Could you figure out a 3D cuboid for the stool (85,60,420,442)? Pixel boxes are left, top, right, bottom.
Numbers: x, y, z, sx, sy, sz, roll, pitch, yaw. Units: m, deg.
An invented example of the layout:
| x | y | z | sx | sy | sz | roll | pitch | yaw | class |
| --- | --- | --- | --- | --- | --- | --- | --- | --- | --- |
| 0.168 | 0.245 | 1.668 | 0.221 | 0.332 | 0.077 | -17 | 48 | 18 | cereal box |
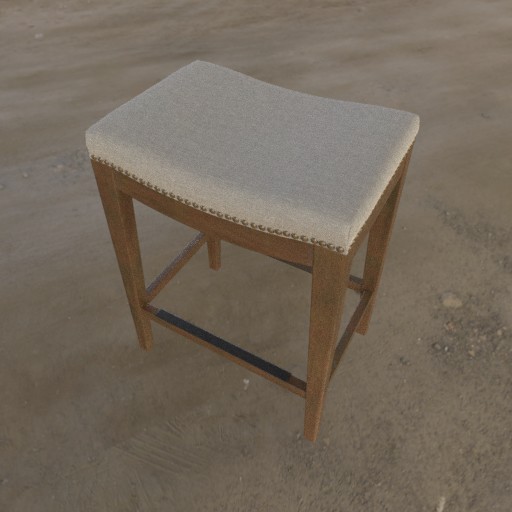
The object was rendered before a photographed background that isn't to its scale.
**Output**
| x | y | z | sx | sy | sz | roll | pitch | yaw | class |
| --- | --- | --- | --- | --- | --- | --- | --- | --- | --- |
| 0.000 | 0.000 | 0.969 | 0.508 | 0.660 | 0.356 | 22 | 50 | 20 | stool |
